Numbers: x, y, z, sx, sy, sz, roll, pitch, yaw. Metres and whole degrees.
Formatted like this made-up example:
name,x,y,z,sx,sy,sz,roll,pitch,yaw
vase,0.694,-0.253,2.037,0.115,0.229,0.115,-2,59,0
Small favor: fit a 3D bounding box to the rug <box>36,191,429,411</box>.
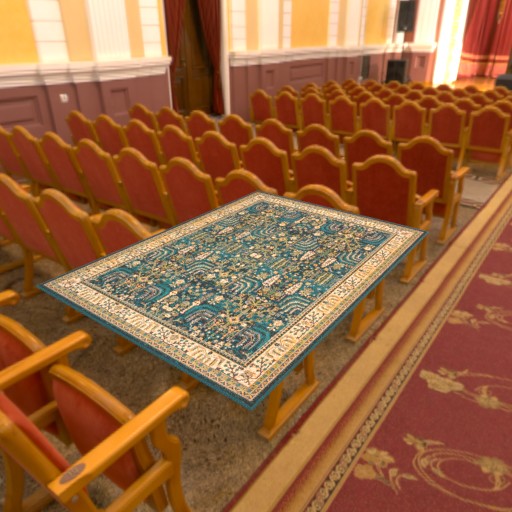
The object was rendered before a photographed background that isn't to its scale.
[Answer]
name,x,y,z,sx,sy,sz,roll,pitch,yaw
rug,0.000,0.000,4.114,2.226,0.015,3.044,19,32,32
